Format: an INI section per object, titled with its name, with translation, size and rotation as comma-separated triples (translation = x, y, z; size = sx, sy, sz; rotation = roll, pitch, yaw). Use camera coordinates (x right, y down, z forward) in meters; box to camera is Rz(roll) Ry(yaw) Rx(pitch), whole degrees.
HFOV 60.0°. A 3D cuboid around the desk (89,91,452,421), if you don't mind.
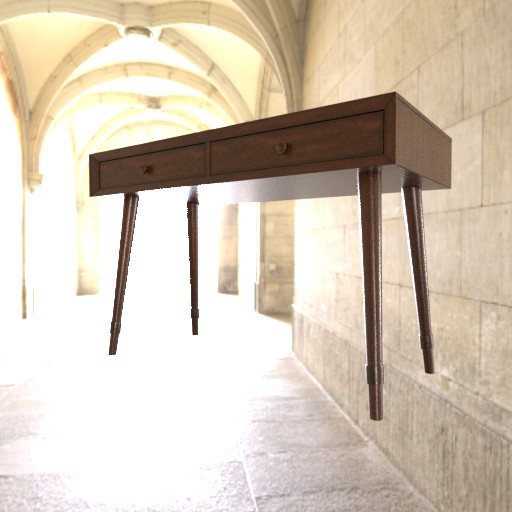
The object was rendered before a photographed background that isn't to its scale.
[desk]
translation = 0.000, 0.000, 2.107
size = 1.577, 1.031, 0.734
rotation = 1, 2, 36
